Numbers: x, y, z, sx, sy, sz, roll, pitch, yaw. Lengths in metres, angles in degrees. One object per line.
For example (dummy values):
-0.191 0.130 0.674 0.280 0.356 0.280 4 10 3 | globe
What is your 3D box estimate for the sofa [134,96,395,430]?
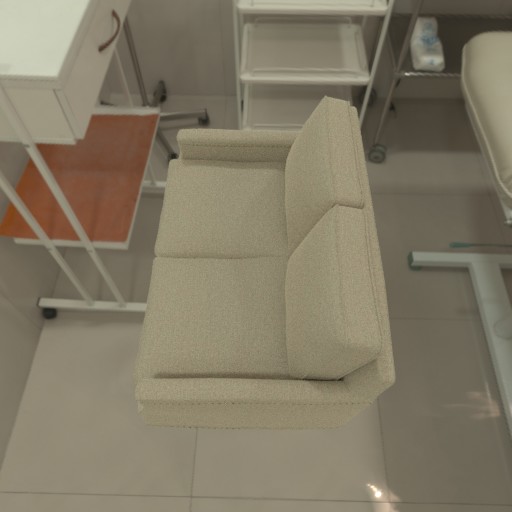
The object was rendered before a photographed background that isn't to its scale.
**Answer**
0.000 0.000 2.318 1.084 1.003 1.597 1 58 1 | sofa
